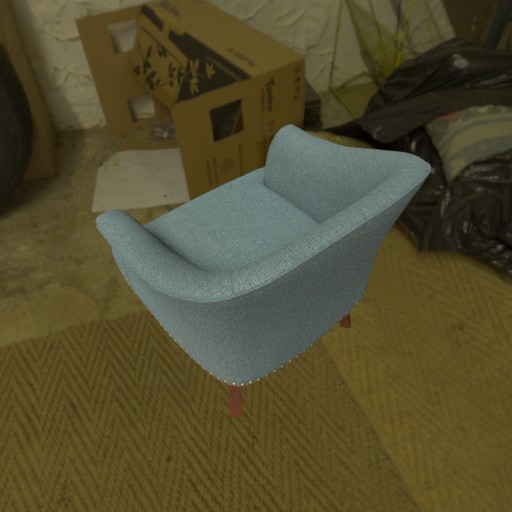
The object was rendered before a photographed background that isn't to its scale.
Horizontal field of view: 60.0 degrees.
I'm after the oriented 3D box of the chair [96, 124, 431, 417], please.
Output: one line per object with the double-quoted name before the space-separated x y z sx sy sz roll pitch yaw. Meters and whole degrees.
"chair" 0.000 0.000 1.392 0.772 0.815 0.704 -32 55 -25
